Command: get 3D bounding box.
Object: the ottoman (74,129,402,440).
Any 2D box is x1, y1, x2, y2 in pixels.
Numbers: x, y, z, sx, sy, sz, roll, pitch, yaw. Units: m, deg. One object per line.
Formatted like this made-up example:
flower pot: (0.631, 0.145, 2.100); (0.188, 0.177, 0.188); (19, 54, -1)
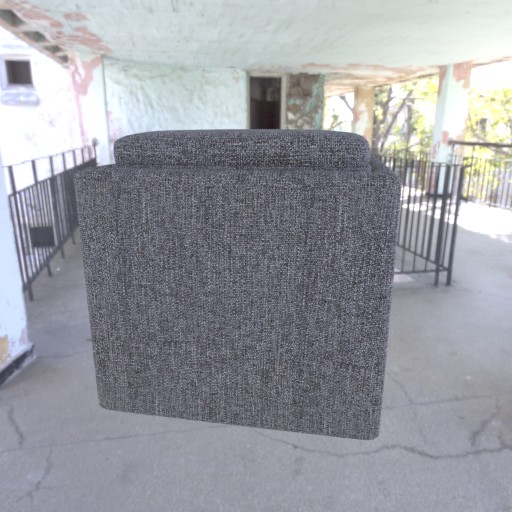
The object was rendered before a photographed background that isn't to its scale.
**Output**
ottoman: (0.000, 0.000, 0.835); (0.450, 0.460, 0.450); (3, 16, 10)
